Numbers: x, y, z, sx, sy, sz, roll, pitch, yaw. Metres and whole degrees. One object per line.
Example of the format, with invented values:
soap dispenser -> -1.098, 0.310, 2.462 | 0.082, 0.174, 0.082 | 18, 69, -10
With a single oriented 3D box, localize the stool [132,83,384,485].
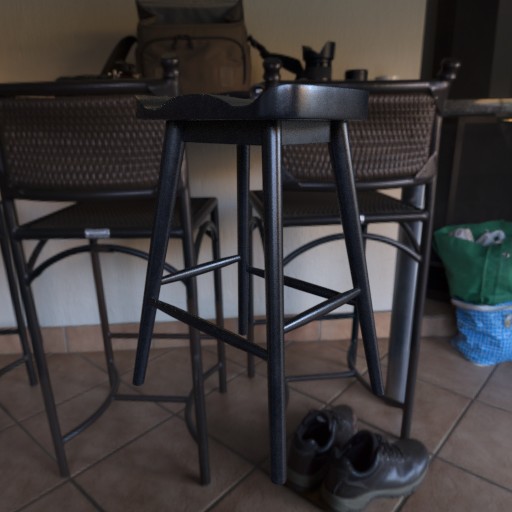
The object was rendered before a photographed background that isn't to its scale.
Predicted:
stool -> 0.000, 0.000, 0.893 | 0.440, 0.615, 0.361 | 15, 22, 41
